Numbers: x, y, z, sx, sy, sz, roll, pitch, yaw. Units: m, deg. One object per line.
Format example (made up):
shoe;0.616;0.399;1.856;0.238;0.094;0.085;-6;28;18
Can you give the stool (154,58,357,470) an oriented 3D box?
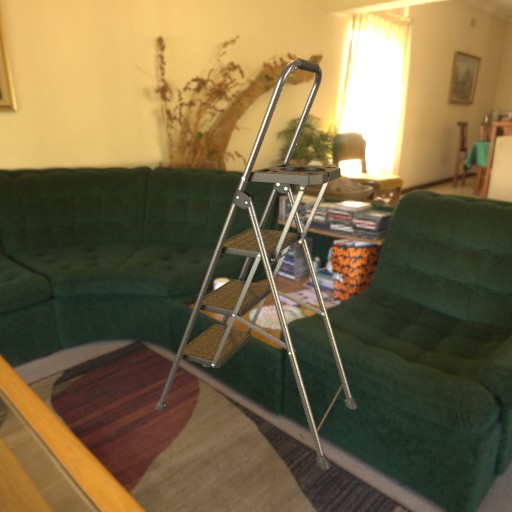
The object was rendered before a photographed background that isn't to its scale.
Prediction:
stool;0.000;0.000;1.595;0.733;1.277;0.396;9;20;25
